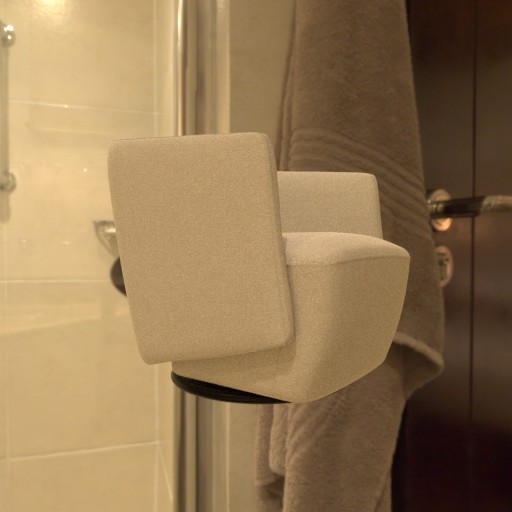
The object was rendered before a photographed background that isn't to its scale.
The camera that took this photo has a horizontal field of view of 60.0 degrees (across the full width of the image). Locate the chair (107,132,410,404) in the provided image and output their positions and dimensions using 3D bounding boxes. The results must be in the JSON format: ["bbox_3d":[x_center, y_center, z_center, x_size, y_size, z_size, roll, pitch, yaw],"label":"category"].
[{"bbox_3d":[0.000,0.000,1.609,0.986,0.861,0.822,0,1,36],"label":"chair"}]
